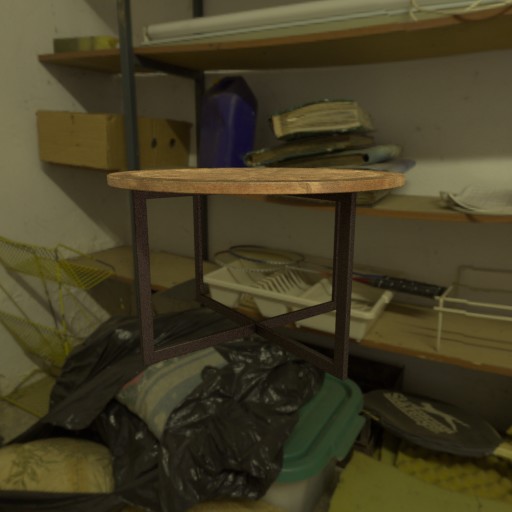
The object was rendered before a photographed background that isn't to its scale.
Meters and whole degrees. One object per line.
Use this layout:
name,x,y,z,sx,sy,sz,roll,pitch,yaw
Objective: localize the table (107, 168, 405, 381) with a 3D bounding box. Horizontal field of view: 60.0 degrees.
table,0.000,0.000,2.064,1.264,0.762,1.264,0,13,0
